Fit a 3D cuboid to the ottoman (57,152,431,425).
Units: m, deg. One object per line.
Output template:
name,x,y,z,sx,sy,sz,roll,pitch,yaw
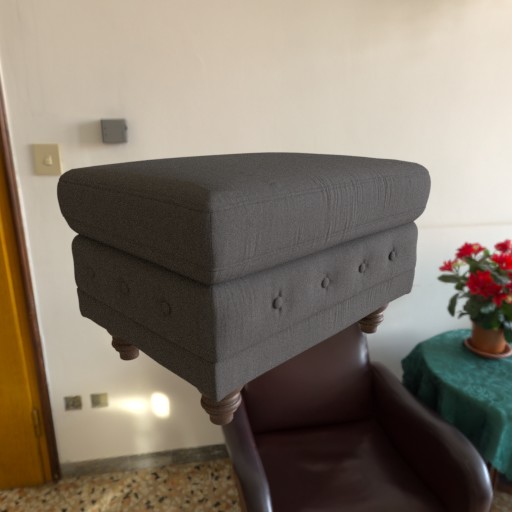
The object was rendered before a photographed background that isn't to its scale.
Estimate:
ottoman,0.000,0.000,1.134,0.569,0.500,0.771,16,23,42
